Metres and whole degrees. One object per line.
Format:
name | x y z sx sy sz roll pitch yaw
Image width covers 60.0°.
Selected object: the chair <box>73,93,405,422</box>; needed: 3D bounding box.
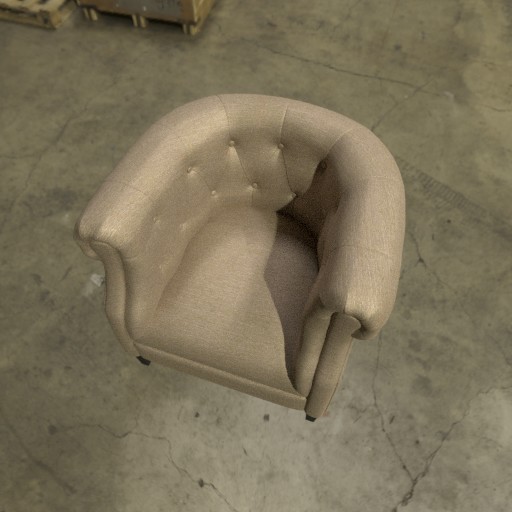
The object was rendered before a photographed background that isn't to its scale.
chair | 0.000 0.000 1.604 0.905 0.827 0.852 16 58 10
